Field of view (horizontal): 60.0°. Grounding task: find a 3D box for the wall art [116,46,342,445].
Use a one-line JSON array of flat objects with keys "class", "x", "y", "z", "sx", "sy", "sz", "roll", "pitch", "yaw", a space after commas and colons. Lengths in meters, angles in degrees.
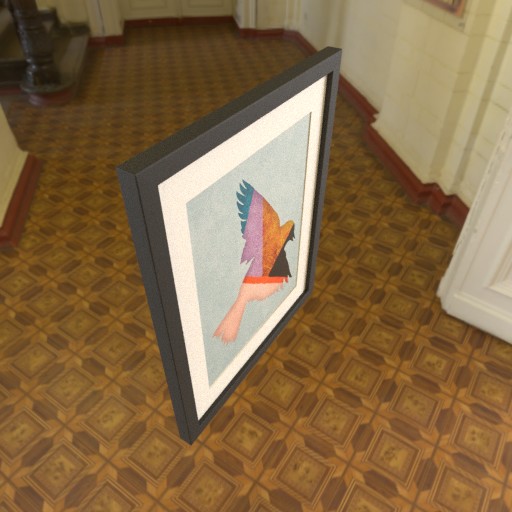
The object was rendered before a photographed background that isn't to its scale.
[{"class": "wall art", "x": 0.000, "y": 0.000, "z": 0.754, "sx": 0.028, "sy": 0.558, "sz": 0.457, "roll": 24, "pitch": 47, "yaw": 25}]
